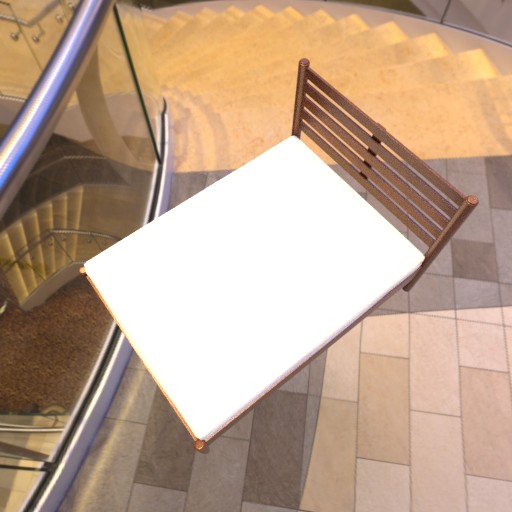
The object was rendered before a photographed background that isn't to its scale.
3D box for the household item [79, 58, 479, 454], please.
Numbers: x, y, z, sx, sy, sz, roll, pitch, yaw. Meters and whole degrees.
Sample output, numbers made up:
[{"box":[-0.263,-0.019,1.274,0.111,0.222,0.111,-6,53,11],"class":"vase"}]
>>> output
[{"box":[0.000,0.000,3.305,2.232,1.356,1.663,-35,68,-16],"class":"household item"}]
